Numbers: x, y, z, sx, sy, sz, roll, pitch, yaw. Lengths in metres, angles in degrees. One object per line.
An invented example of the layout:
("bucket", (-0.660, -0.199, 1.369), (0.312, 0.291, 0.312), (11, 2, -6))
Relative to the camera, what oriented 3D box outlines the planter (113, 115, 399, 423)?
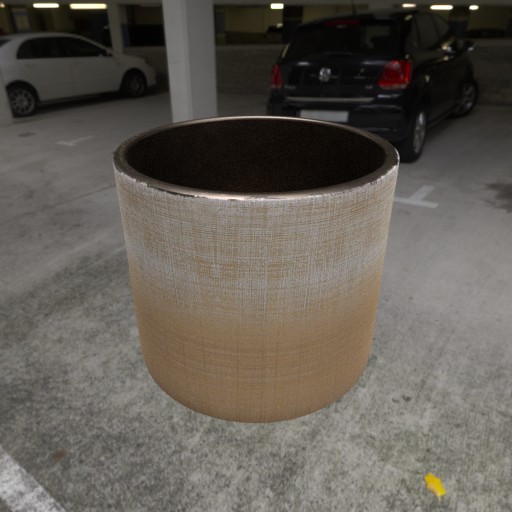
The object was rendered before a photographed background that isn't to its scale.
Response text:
("planter", (0.000, 0.000, 0.396), (0.221, 0.201, 0.221), (0, 30, 0))
